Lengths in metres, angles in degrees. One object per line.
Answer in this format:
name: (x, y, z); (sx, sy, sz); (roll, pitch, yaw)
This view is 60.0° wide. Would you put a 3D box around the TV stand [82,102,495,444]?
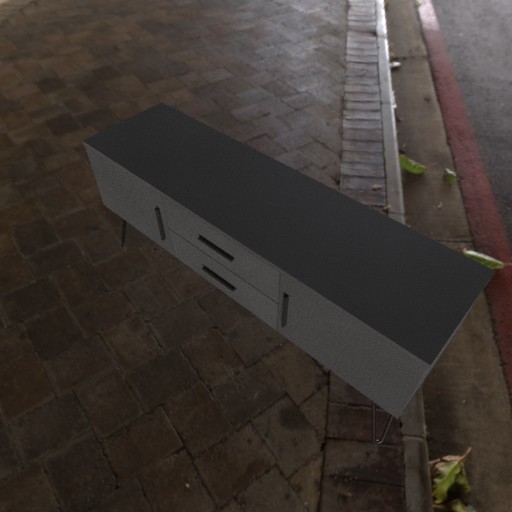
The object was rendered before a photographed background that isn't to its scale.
TV stand: (0.000, 0.000, 1.635); (1.400, 0.560, 0.400); (33, 55, 27)
